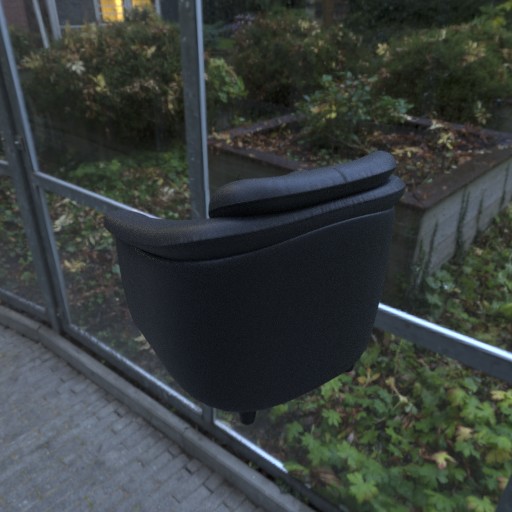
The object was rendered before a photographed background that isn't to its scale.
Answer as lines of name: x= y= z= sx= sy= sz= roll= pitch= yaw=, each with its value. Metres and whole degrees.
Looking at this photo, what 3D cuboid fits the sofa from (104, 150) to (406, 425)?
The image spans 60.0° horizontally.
sofa: x=0.000 y=0.000 z=1.533 sx=0.870 sy=0.811 sz=0.794 roll=-17 pitch=33 yaw=-29
